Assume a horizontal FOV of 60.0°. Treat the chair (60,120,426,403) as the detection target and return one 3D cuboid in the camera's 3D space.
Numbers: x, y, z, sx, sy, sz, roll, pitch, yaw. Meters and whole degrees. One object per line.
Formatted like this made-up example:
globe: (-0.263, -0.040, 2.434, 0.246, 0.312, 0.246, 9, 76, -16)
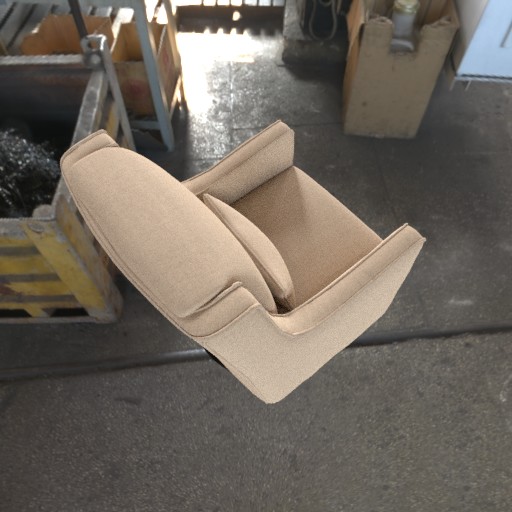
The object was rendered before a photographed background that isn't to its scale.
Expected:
chair: (0.000, 0.000, 1.536, 0.879, 0.993, 0.732, -34, 64, -20)
